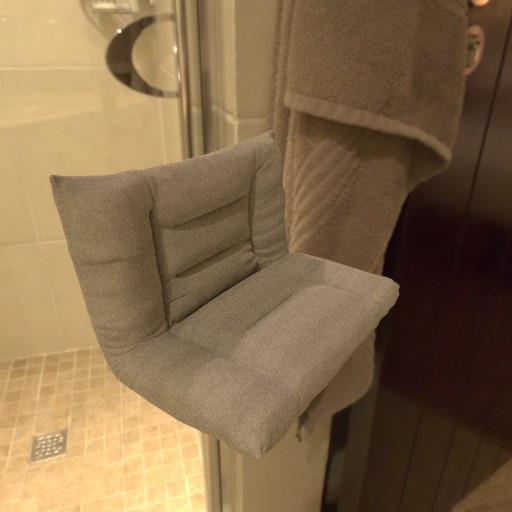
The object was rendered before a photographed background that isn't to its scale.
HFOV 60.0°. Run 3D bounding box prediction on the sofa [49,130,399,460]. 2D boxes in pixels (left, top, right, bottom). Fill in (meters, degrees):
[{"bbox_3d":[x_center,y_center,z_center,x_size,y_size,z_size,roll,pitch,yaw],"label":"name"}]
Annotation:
[{"bbox_3d":[0.000,0.000,1.711,0.847,0.795,1.144,19,32,32],"label":"sofa"}]
